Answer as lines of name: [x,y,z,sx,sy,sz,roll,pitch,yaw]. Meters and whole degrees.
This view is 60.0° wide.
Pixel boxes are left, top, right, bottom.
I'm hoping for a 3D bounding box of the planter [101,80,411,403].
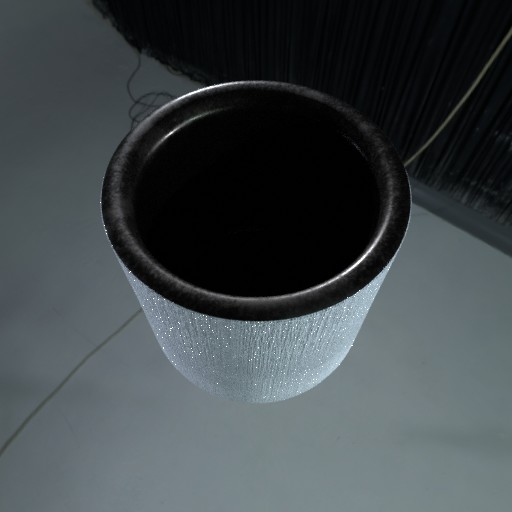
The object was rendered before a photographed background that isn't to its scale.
planter: [0.000,0.000,0.292,0.160,0.156,0.160,0,59,0]
